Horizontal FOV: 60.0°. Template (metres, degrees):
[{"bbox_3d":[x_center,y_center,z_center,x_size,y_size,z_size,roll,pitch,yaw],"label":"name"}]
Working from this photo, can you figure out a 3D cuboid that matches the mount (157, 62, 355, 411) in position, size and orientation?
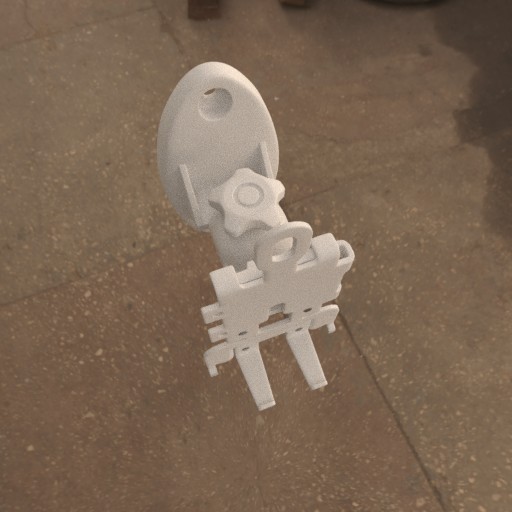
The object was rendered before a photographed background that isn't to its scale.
[{"bbox_3d":[0.000,0.000,0.178,0.066,0.118,0.100,-18,65,-9],"label":"mount"}]
